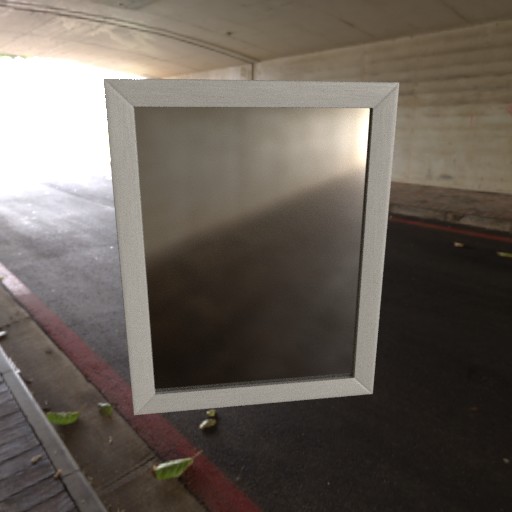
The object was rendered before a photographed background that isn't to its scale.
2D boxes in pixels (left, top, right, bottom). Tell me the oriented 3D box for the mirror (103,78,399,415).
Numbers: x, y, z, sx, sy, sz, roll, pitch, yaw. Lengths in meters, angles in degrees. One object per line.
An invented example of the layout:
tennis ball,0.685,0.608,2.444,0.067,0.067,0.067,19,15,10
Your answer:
mirror,0.000,0.000,0.691,0.405,0.508,0.041,-2,17,-8
